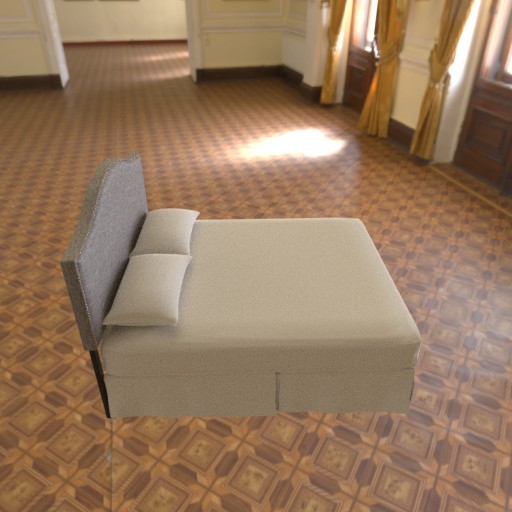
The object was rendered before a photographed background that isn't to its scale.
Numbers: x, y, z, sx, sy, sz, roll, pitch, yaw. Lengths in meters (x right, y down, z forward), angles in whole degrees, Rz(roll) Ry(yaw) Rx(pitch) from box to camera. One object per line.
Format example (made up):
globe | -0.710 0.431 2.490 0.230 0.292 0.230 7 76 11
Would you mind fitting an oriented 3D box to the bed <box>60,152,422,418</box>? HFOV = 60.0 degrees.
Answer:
bed | 0.000 0.000 2.987 1.870 1.295 1.610 -1 32 -2
